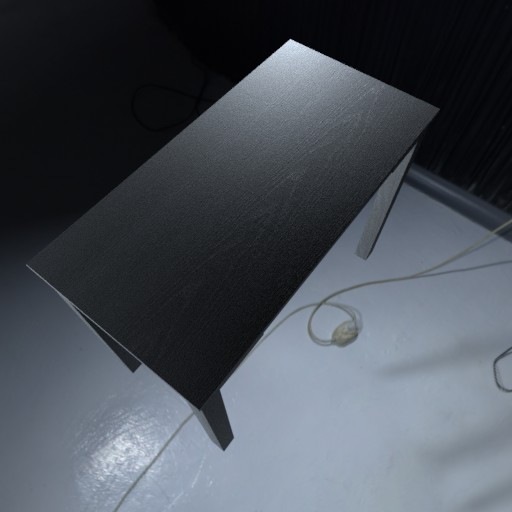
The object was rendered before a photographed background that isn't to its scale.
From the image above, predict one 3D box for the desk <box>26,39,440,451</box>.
[{"bbox_3d":[0.000,0.000,1.412,0.499,0.762,0.991,34,66,18],"label":"desk"}]
